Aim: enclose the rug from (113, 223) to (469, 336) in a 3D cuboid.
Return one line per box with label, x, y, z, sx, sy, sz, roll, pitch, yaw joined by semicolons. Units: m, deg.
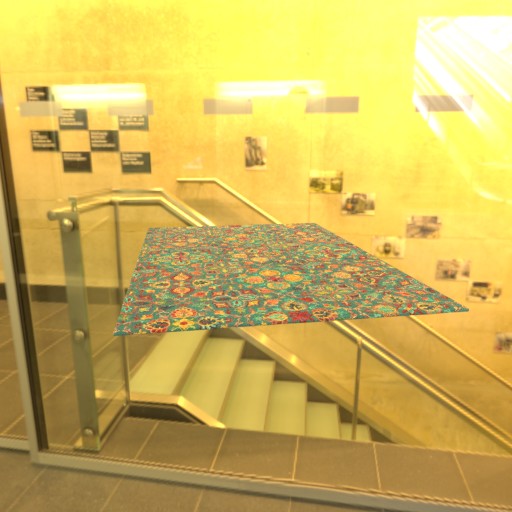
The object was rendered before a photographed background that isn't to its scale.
rug;0.000;0.000;2.932;1.527;0.016;2.290;-2;14;-10
